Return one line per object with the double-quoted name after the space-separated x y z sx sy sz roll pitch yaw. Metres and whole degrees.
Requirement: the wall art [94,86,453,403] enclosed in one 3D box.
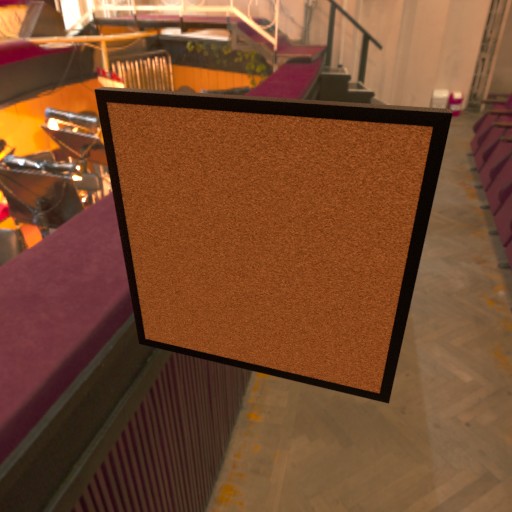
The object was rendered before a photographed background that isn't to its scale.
0.000 0.000 1.105 0.756 0.755 0.036 9 32 16 "wall art"
